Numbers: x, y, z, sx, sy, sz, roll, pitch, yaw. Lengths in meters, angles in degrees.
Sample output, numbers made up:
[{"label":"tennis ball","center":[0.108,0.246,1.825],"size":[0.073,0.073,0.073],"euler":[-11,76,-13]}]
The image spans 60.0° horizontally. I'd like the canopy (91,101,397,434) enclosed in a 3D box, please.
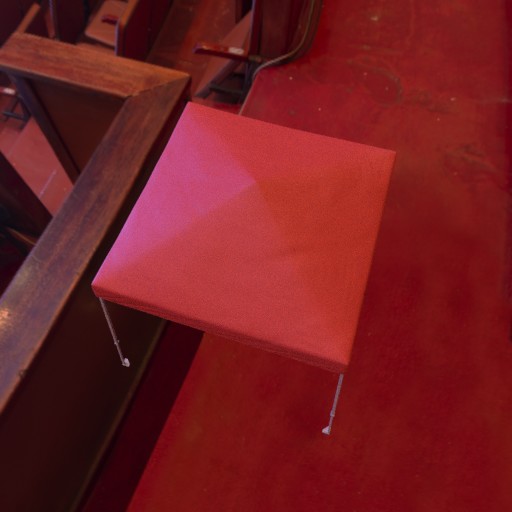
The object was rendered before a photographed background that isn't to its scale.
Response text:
[{"label":"canopy","center":[0.000,0.000,6.450],"size":[3.600,3.600,3.599],"euler":[16,64,8]}]
